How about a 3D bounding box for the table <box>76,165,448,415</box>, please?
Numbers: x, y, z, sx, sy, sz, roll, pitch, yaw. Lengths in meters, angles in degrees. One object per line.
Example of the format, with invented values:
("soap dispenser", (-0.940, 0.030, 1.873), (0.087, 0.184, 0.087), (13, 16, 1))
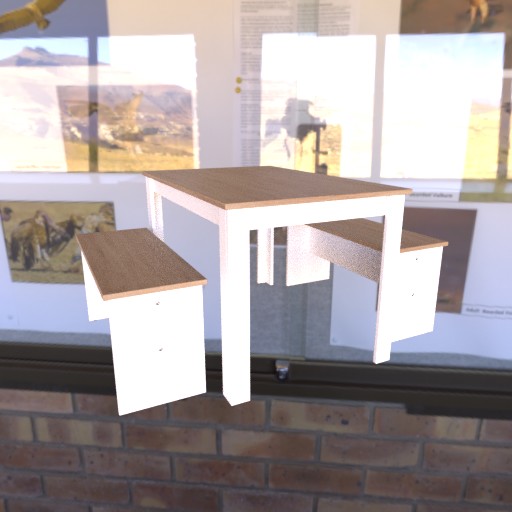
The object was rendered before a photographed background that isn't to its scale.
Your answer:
("table", (0.000, 0.000, 2.018), (1.443, 0.700, 1.100), (-8, 18, -25))
